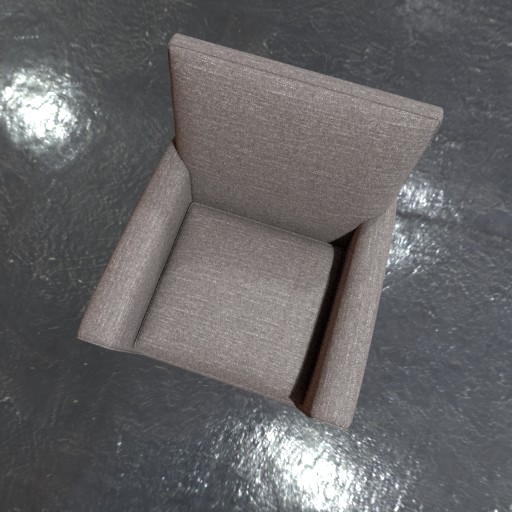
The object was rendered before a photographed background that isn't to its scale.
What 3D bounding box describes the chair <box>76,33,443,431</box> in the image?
[{"bbox_3d":[0.000,0.000,1.511,0.838,0.885,0.875,18,76,4],"label":"chair"}]
